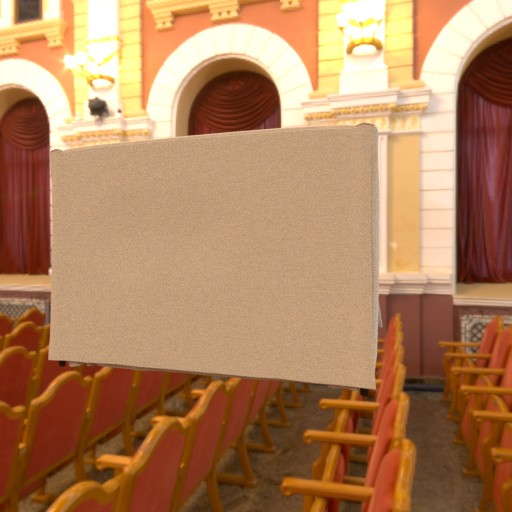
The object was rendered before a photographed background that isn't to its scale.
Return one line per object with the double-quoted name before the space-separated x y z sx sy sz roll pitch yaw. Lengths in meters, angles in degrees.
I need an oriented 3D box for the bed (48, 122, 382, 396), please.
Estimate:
"bed" 0.000 0.000 3.454 1.925 1.332 2.276 0 1 18
